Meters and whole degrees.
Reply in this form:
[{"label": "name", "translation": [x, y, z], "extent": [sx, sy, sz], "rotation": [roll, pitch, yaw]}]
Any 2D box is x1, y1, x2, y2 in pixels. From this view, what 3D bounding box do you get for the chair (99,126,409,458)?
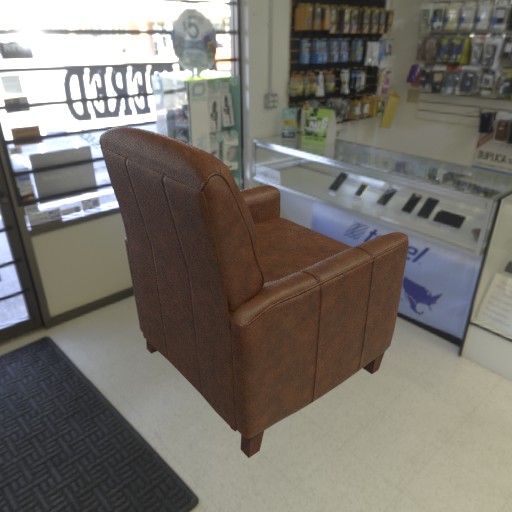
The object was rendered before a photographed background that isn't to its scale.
[{"label": "chair", "translation": [0.000, 0.000, 1.693], "extent": [0.850, 1.010, 0.839], "rotation": [-20, 33, -34]}]
